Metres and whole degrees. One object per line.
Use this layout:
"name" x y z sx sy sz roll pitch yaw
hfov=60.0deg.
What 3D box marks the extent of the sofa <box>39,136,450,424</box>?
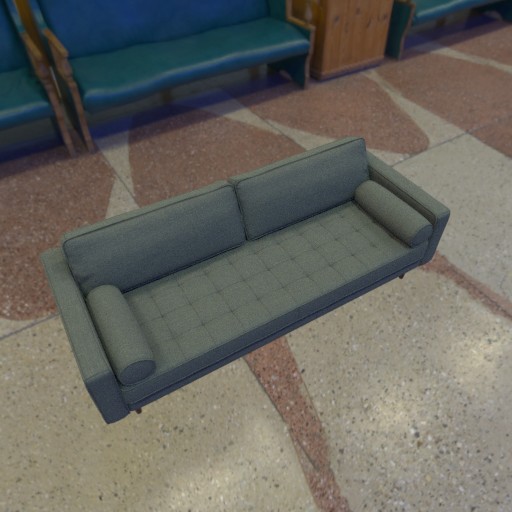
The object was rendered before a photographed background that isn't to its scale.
"sofa" 0.000 0.000 2.629 2.198 0.762 0.914 -23 50 -21
